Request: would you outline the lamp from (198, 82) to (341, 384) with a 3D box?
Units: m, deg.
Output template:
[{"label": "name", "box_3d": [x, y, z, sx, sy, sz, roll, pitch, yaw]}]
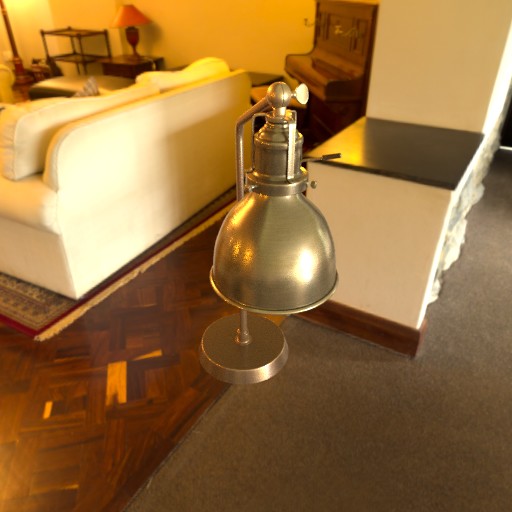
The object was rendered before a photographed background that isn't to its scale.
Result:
[{"label": "lamp", "box_3d": [0.000, 0.000, 0.582, 0.153, 0.456, 0.286, -10, 33, -16]}]
